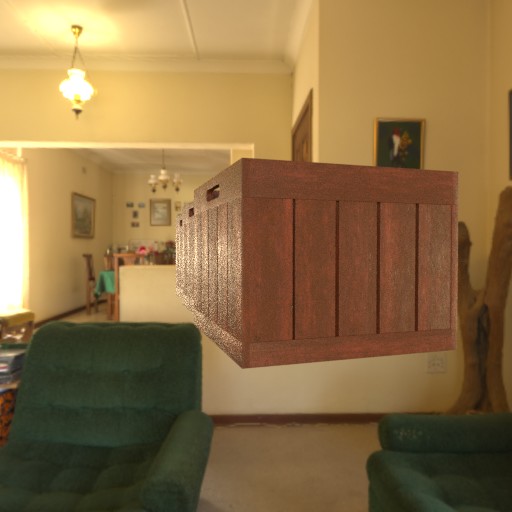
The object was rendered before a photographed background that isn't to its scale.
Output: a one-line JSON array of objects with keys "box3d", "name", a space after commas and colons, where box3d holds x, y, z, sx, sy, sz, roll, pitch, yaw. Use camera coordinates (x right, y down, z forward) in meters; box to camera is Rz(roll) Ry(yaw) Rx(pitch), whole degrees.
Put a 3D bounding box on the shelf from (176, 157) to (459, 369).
[{"box3d": [0.000, 0.000, 1.218, 0.393, 0.311, 1.064, 0, 1, -18], "name": "shelf"}]
